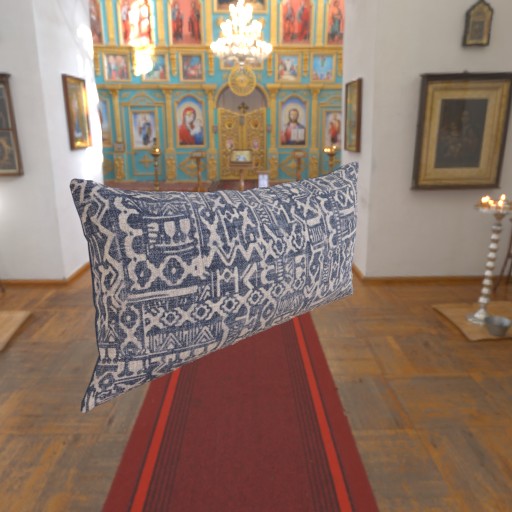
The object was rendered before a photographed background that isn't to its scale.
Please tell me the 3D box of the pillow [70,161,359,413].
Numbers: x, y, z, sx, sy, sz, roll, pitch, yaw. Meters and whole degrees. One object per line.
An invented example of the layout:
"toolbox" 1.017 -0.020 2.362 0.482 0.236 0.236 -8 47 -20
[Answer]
"pillow" 0.000 0.000 0.738 0.148 0.292 0.631 13 19 42
